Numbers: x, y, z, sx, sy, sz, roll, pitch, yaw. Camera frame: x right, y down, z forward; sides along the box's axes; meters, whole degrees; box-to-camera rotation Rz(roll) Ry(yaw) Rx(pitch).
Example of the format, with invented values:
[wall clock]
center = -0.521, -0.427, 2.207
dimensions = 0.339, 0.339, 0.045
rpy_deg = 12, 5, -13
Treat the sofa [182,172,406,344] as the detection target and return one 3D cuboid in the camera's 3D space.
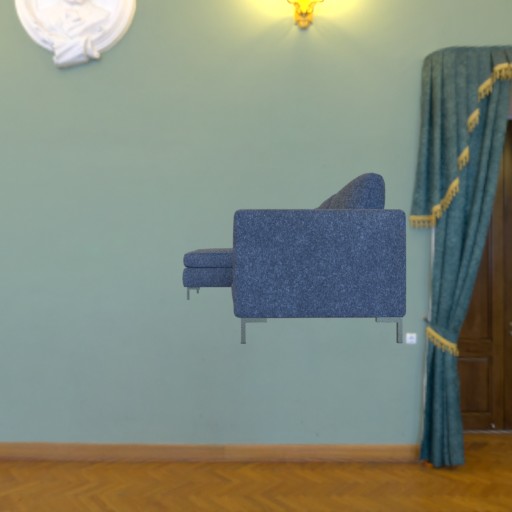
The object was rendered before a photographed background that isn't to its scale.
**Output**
[sofa]
center = 0.000, 0.000, 3.448
dimensions = 1.350, 0.810, 2.932
rpy_deg = 0, 0, -1
